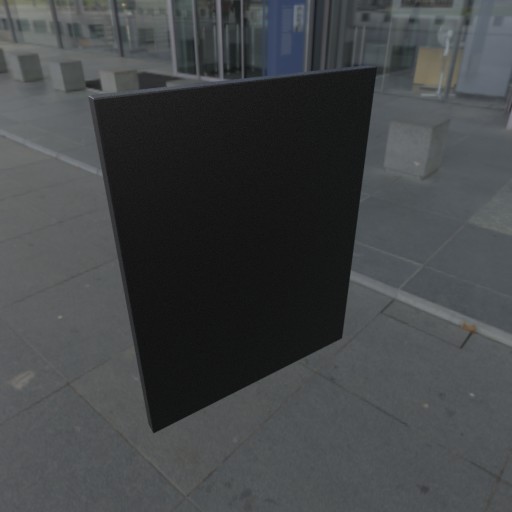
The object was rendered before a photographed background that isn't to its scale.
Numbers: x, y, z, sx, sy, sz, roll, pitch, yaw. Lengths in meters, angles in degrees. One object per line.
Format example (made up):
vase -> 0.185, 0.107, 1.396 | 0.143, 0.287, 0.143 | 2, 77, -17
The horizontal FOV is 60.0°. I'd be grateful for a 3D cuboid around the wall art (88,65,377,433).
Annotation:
wall art -> 0.000, 0.000, 1.587 | 0.950, 1.194, 0.053 | -19, 35, -29
